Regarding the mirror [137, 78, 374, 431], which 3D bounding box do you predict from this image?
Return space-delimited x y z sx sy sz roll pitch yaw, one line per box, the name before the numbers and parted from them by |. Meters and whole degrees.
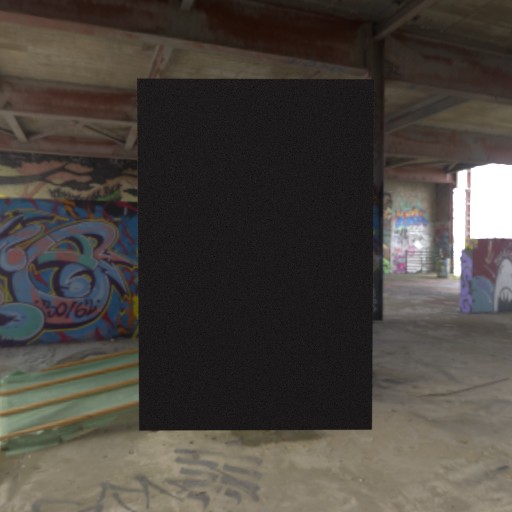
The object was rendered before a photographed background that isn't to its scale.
mirror | 0.000 0.000 1.172 0.613 0.914 0.039 0 1 -1
